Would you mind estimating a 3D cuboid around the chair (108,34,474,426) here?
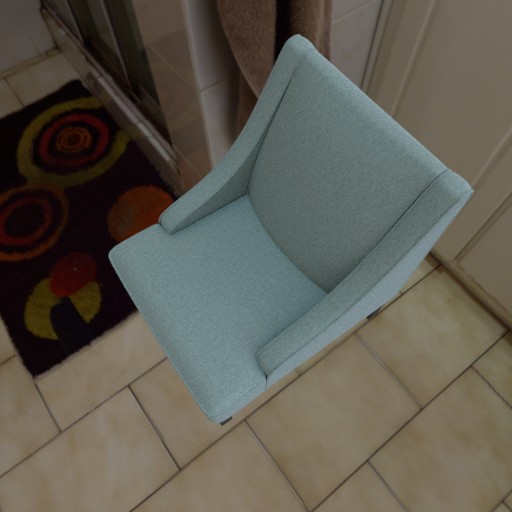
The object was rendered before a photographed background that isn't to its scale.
[{"bbox_3d":[0.000,0.000,1.834,1.025,1.133,0.857,-32,67,-15],"label":"chair"}]
